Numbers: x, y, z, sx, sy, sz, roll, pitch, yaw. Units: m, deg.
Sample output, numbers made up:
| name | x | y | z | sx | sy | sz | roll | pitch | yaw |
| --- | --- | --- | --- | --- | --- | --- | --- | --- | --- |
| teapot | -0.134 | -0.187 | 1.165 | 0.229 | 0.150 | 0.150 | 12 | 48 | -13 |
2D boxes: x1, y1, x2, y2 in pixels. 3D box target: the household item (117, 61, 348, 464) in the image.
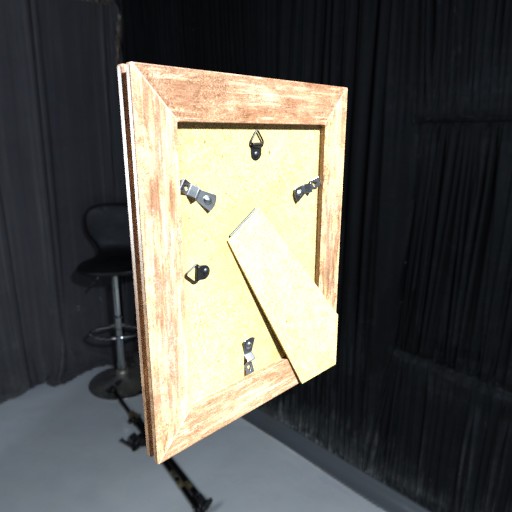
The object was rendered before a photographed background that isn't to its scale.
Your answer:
| name | x | y | z | sx | sy | sz | roll | pitch | yaw |
| --- | --- | --- | --- | --- | --- | --- | --- | --- | --- |
| household item | 0.000 | 0.000 | 0.317 | 0.186 | 0.237 | 0.018 | -15 | 21 | -42 |
